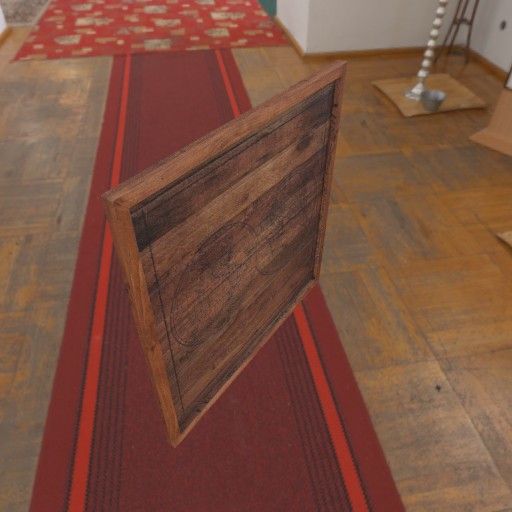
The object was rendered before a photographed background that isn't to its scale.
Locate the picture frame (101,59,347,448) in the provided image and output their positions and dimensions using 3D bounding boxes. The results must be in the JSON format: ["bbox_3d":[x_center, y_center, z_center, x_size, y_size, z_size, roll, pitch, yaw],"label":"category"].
[{"bbox_3d":[0.000,0.000,1.208,0.029,0.817,0.810,25,47,26],"label":"picture frame"}]
